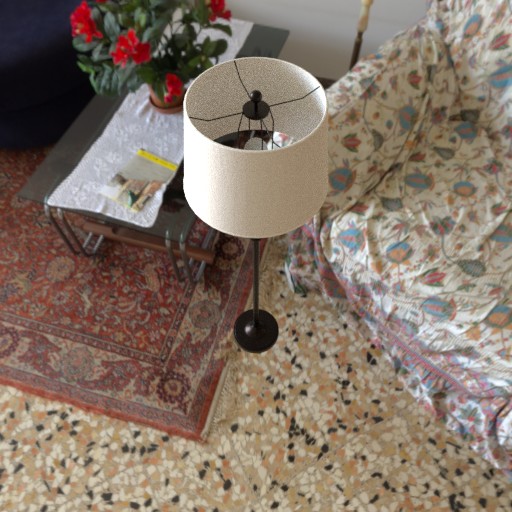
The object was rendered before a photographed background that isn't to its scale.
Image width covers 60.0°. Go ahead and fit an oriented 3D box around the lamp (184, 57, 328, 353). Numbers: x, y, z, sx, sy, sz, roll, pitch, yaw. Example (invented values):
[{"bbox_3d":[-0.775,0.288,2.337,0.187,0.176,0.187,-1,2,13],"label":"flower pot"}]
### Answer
[{"bbox_3d":[0.000,0.000,1.691,0.431,1.484,0.431,0,58,0],"label":"lamp"}]
